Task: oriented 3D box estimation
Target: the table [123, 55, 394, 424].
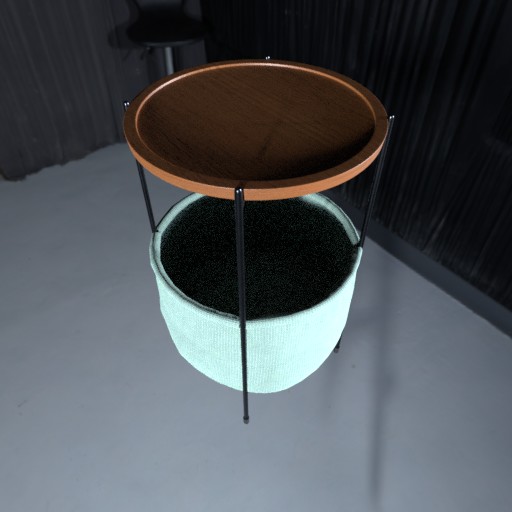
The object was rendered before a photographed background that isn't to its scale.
[{"bbox_3d":[0.000,0.000,0.878,0.400,0.623,0.400,-30,53,-26],"label":"table"}]
